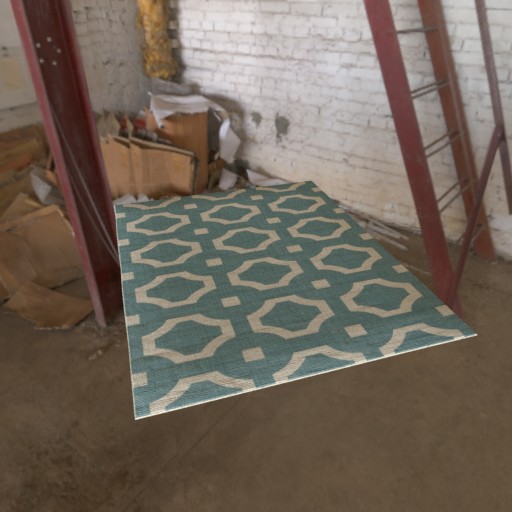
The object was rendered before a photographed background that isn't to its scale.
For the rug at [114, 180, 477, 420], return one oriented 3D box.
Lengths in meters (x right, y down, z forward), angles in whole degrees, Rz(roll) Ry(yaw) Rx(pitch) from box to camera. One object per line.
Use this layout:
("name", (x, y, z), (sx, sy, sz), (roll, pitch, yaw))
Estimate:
("rug", (0.000, 0.000, 4.179), (2.466, 0.021, 3.049), (-9, 33, -15))
